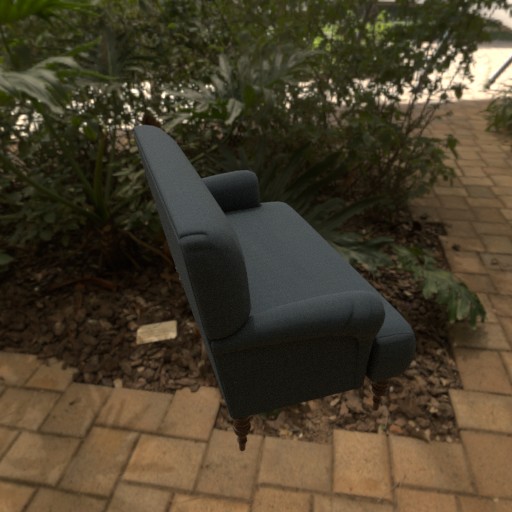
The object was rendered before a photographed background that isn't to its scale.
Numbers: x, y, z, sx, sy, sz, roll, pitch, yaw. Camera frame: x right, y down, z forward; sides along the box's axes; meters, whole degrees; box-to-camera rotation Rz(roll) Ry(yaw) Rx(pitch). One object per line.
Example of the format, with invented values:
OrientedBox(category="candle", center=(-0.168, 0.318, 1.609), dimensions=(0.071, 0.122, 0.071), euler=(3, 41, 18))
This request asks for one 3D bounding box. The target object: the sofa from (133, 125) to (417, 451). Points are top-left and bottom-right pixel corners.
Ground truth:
OrientedBox(category="sofa", center=(0.000, 0.000, 1.842), dimensions=(0.779, 0.889, 1.297), euler=(-10, 32, -16))
